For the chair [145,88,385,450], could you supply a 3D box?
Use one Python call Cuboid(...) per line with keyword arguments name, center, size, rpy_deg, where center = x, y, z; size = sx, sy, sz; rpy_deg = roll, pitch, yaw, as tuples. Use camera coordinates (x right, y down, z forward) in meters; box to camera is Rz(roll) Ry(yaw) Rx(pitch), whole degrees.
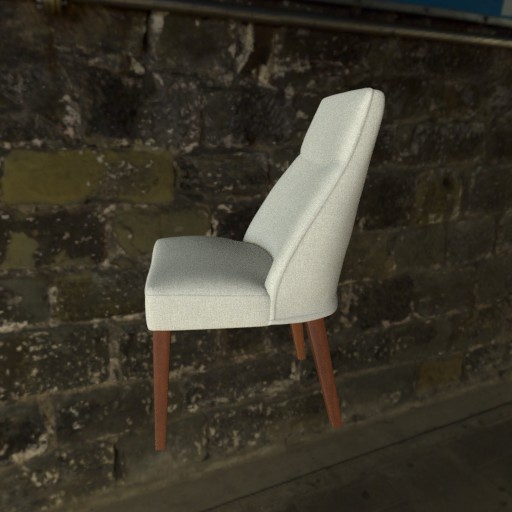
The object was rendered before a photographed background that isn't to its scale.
Cuboid(name="chair", center=(0.000, 0.000, 1.319), size=(0.620, 0.930, 0.500), rpy_deg=(-3, 16, -9))
